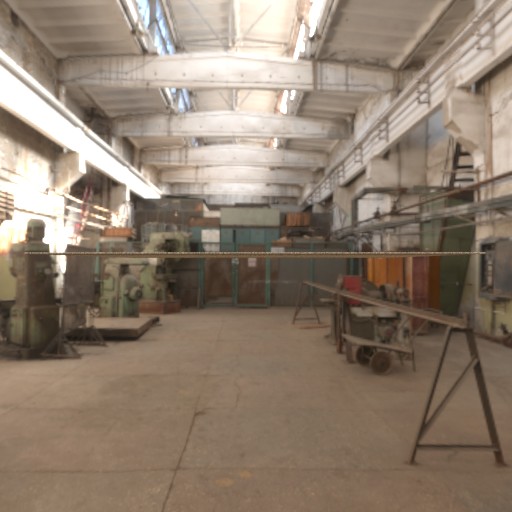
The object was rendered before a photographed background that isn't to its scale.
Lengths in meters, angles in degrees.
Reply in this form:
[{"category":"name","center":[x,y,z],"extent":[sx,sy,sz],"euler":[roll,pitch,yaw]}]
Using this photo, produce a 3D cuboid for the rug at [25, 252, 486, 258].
[{"category":"rug","center":[0.000,0.000,4.114],"extent":[3.037,0.010,2.453],"euler":[0,-1,1]}]
